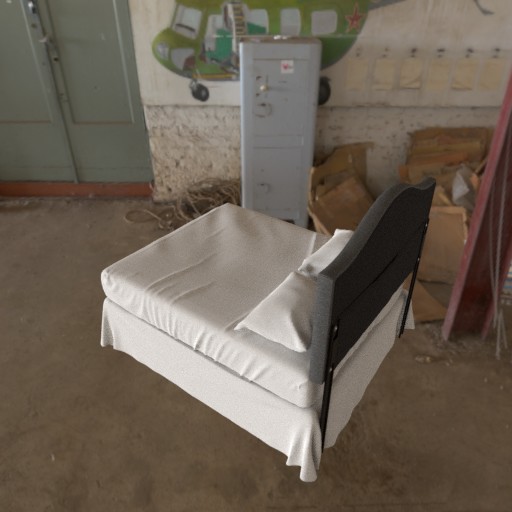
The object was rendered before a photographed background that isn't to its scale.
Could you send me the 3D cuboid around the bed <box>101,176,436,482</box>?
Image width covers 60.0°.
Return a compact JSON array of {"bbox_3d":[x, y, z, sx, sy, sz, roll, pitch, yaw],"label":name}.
[{"bbox_3d":[0.000,0.000,3.502,2.221,1.645,1.876,21,38,30],"label":"bed"}]
